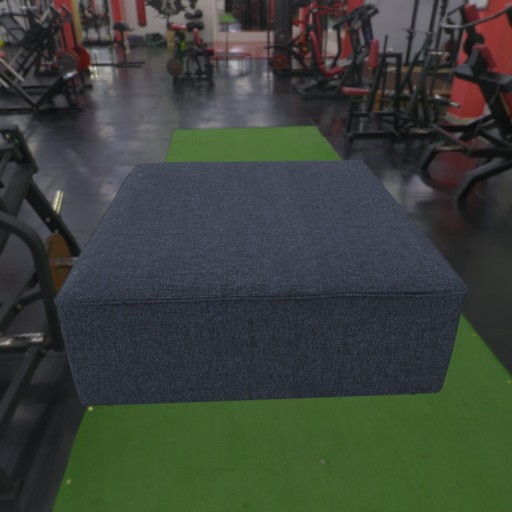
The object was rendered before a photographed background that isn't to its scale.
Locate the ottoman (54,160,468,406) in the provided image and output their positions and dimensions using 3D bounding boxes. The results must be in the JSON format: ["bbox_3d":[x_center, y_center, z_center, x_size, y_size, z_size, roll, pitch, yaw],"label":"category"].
[{"bbox_3d":[0.000,0.000,1.562,1.017,0.423,1.023,-1,30,-2],"label":"ottoman"}]
